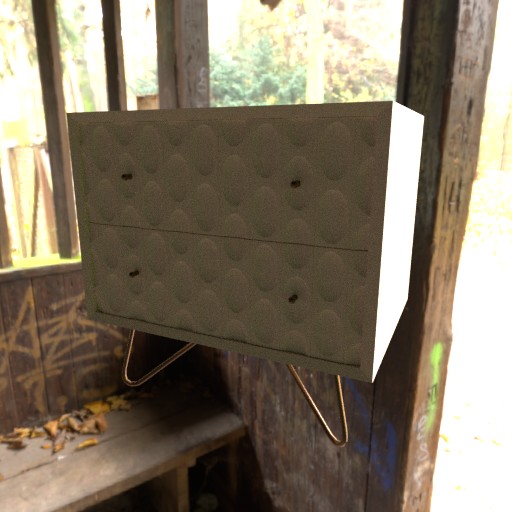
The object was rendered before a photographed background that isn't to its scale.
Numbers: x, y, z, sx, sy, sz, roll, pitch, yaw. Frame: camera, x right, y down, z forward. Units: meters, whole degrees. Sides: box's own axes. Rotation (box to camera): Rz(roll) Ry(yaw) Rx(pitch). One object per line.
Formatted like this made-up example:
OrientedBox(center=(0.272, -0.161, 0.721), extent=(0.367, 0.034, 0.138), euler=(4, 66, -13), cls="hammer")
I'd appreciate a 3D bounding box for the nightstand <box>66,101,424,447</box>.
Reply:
OrientedBox(center=(0.000, 0.000, 0.991), extent=(0.614, 0.604, 0.447), euler=(7, 16, 25), cls="nightstand")
